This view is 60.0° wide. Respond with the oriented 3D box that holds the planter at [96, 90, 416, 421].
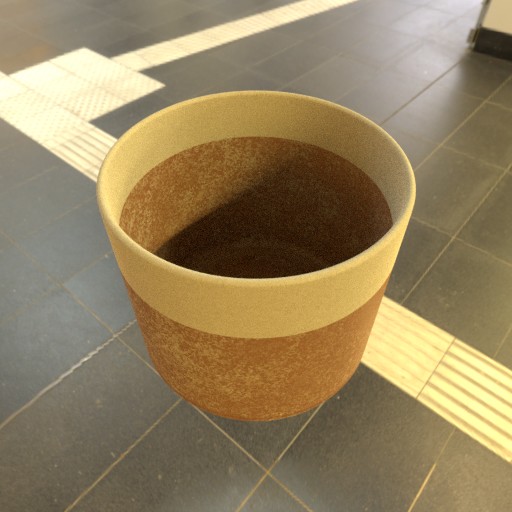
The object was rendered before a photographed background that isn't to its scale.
[{"bbox_3d":[0.000,0.000,0.275,0.159,0.138,0.159,0,47,0],"label":"planter"}]
